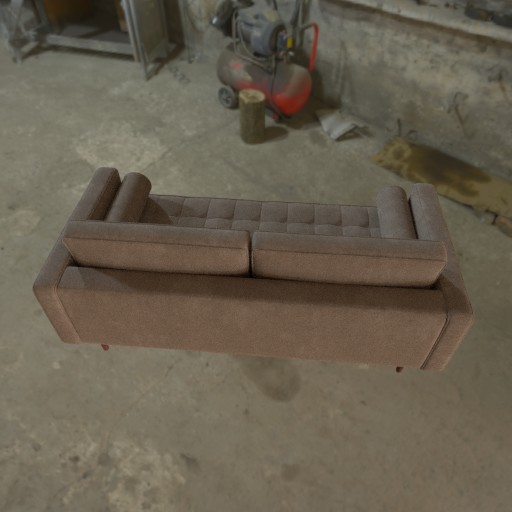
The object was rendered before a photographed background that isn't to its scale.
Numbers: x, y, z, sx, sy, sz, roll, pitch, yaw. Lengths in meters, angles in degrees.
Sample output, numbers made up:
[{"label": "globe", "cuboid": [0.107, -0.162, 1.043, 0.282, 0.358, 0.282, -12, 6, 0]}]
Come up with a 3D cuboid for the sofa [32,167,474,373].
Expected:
[{"label": "sofa", "cuboid": [0.000, 0.000, 2.266, 1.883, 0.769, 0.920, 4, 47, 3]}]
